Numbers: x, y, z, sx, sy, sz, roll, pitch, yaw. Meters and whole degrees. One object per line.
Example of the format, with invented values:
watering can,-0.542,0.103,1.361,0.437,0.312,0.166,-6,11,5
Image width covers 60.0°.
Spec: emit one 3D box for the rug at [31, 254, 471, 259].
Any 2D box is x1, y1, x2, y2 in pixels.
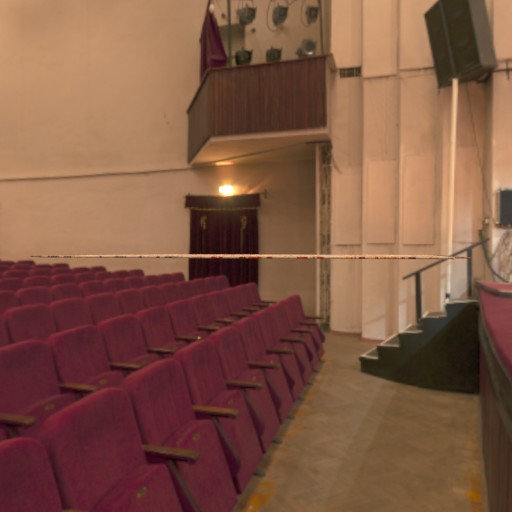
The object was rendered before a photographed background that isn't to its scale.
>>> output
rug,0.000,0.000,3.206,2.584,0.010,1.523,0,1,16
